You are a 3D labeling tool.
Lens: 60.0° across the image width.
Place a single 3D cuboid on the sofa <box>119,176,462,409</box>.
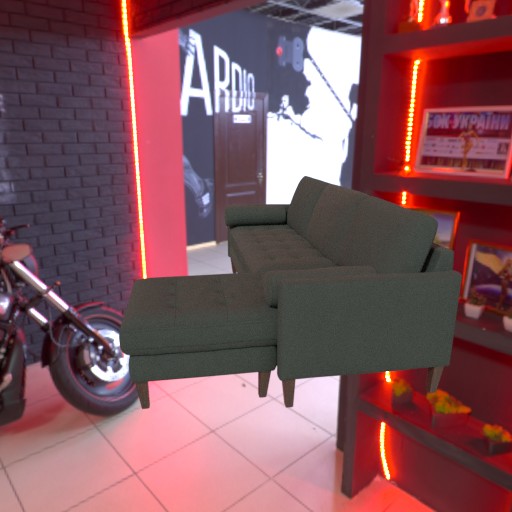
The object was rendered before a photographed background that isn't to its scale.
[{"bbox_3d":[0.000,0.000,2.915,1.506,0.876,2.178,-3,16,-9],"label":"sofa"}]
